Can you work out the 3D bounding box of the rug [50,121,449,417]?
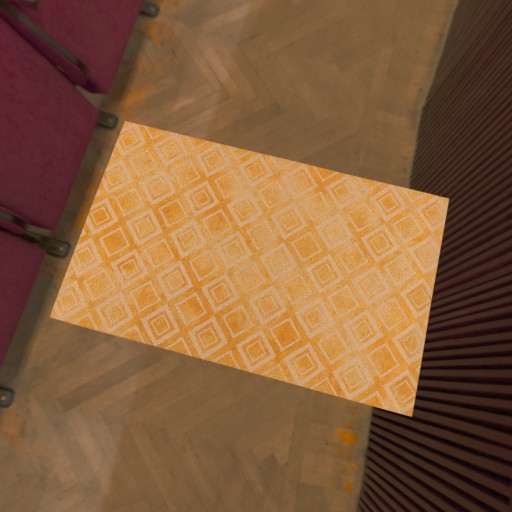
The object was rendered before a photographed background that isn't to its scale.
[{"bbox_3d":[0.000,0.000,3.031,2.424,0.010,1.511,14,76,4],"label":"rug"}]
